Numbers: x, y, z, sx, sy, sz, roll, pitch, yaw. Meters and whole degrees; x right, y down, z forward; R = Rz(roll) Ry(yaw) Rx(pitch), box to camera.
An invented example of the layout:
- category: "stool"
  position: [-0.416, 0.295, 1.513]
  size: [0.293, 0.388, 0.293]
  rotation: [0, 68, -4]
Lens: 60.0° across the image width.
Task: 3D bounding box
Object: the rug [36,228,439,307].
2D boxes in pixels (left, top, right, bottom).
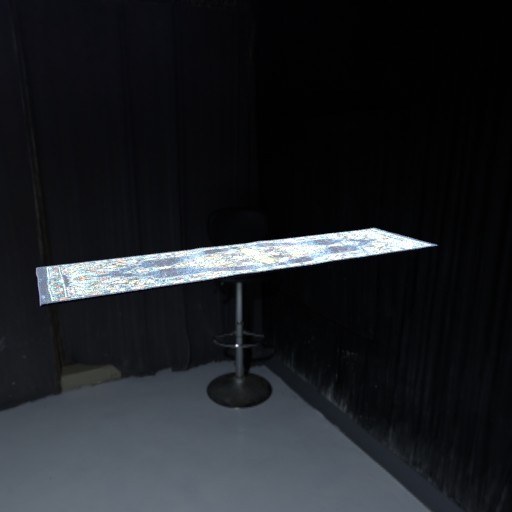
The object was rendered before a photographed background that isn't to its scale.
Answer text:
- category: "rug"
  position: [0.000, 0.000, 2.560]
  size: [2.283, 0.016, 0.602]
  rotation: [-7, 17, -26]
